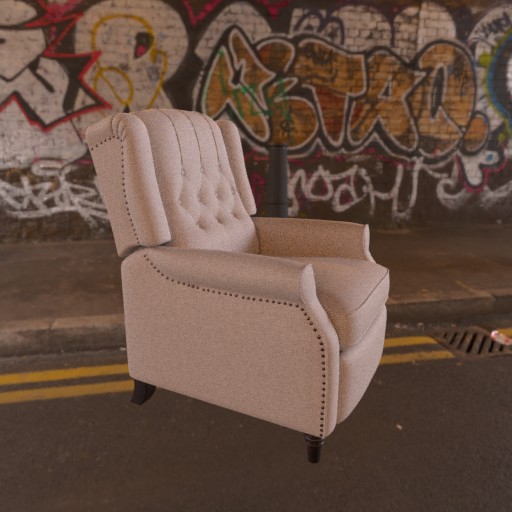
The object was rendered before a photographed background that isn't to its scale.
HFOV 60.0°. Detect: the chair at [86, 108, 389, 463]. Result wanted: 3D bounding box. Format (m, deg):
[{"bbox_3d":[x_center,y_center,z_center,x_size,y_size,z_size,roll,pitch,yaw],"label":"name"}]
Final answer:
[{"bbox_3d":[0.000,0.000,1.610,0.902,1.035,0.742,8,17,26],"label":"chair"}]
